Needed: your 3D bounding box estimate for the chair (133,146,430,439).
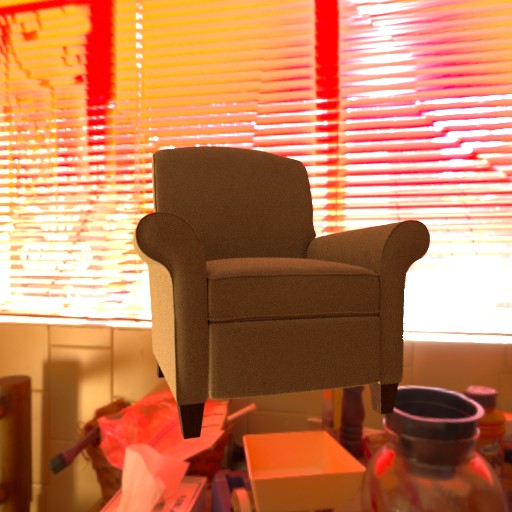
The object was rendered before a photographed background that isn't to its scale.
[{"bbox_3d":[0.000,0.000,1.776,0.978,1.061,0.905,0,0,-18],"label":"chair"}]
